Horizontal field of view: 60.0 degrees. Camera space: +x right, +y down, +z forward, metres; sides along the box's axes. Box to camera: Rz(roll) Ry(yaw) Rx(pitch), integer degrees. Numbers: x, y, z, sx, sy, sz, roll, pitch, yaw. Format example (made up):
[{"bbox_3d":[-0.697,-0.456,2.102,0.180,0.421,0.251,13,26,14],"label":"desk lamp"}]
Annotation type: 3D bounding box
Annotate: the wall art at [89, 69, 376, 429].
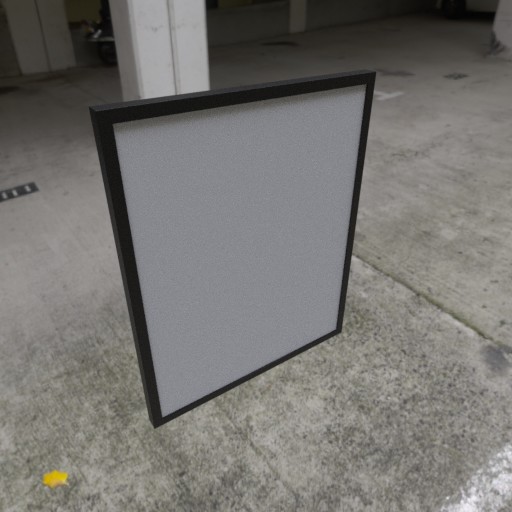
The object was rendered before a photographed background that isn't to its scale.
[{"bbox_3d":[0.000,0.000,0.545,0.325,0.397,0.018,-20,37,-29],"label":"wall art"}]
